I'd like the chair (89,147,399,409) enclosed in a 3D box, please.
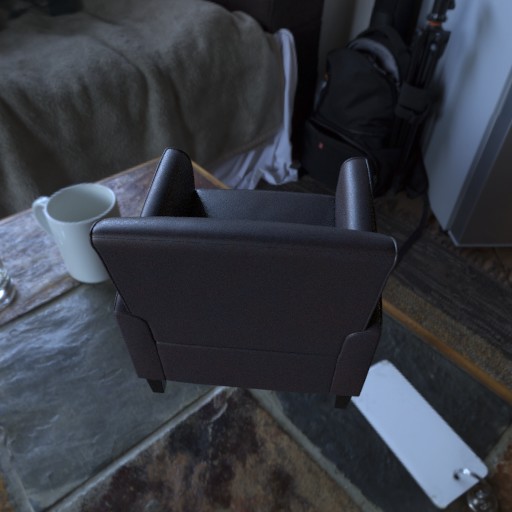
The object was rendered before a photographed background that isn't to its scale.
[{"bbox_3d":[0.000,0.000,1.622,0.820,0.916,0.819,4,45,4],"label":"chair"}]
